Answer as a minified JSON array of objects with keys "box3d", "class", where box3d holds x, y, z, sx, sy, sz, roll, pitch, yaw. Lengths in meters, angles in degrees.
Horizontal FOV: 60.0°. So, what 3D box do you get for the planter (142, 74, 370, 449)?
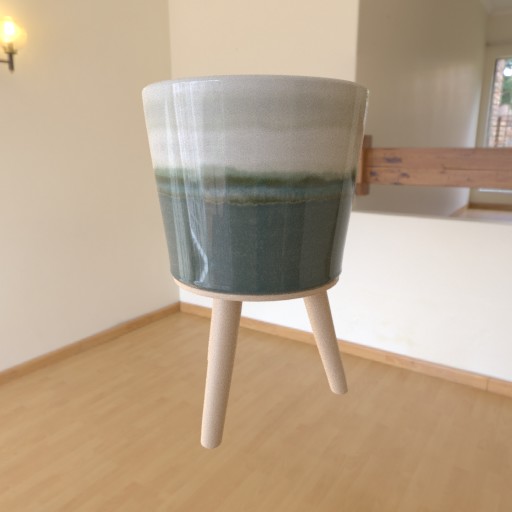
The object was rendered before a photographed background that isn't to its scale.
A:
[{"box3d":[0.000,0.000,0.472,0.217,0.331,0.217,2,14,9],"class":"planter"}]
